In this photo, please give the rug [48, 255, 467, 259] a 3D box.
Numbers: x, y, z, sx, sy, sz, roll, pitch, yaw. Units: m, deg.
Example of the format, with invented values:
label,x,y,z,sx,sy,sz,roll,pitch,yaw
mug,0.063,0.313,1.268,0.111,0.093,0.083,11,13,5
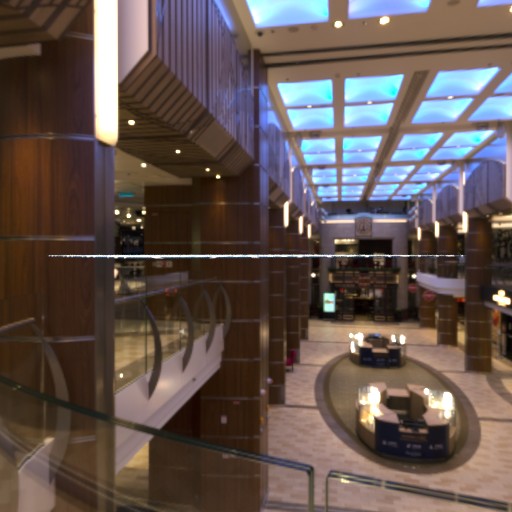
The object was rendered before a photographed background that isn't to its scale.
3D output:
label,x,y,z,sx,sy,sz,roll,pitch,yaw
rug,0.000,0.000,4.373,3.353,0.010,2.438,0,0,-35
